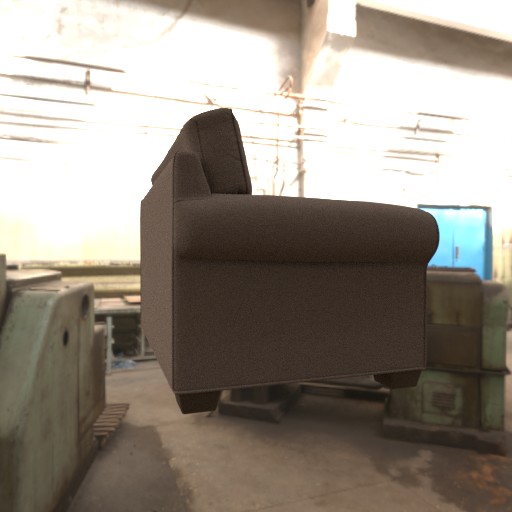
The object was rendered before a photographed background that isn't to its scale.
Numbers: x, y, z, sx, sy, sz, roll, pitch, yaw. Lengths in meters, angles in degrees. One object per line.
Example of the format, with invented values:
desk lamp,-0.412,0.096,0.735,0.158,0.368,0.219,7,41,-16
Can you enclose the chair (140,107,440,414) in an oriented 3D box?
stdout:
chair,0.000,0.000,2.012,0.930,0.930,1.390,0,1,-19
